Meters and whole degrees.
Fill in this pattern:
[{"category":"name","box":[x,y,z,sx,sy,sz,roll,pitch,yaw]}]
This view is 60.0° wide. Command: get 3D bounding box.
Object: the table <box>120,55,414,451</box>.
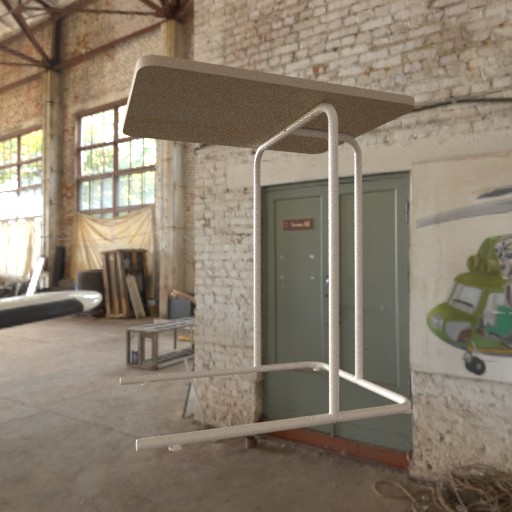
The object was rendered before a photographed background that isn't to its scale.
[{"category":"table","box":[0.000,0.000,0.858,0.480,0.550,0.370,0,-1,-21]}]
